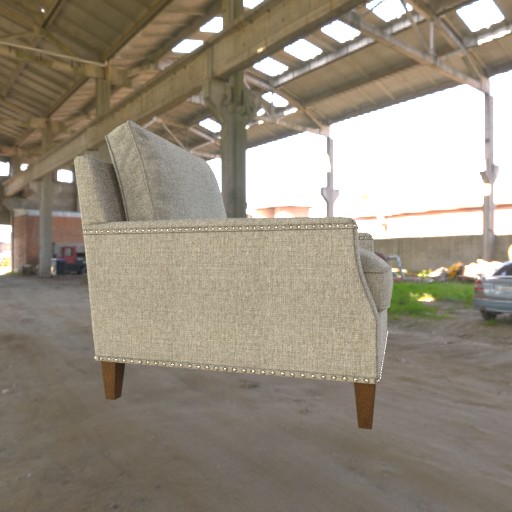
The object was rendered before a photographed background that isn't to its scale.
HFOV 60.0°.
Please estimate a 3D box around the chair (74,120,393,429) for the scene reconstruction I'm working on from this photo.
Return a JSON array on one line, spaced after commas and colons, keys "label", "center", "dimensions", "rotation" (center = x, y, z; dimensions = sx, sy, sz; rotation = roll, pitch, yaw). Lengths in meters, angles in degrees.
[{"label": "chair", "center": [0.000, 0.000, 1.719], "dimensions": [1.014, 0.943, 0.853], "rotation": [0, 0, 18]}]
